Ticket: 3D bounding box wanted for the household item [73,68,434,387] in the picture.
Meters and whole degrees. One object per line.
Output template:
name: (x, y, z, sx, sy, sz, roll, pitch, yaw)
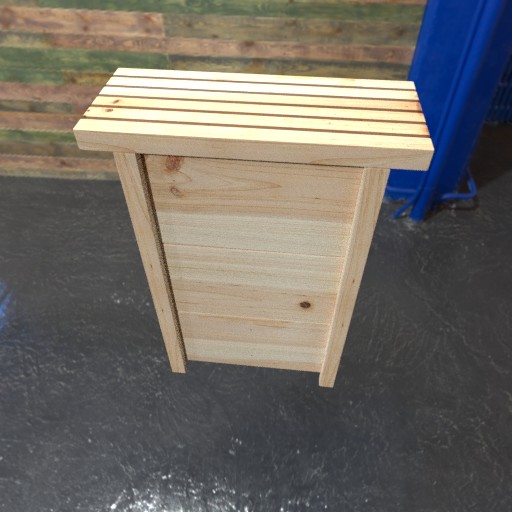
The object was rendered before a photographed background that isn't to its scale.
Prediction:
household item: (0.000, 0.000, 0.555, 0.301, 0.407, 0.123, 4, 47, 4)
